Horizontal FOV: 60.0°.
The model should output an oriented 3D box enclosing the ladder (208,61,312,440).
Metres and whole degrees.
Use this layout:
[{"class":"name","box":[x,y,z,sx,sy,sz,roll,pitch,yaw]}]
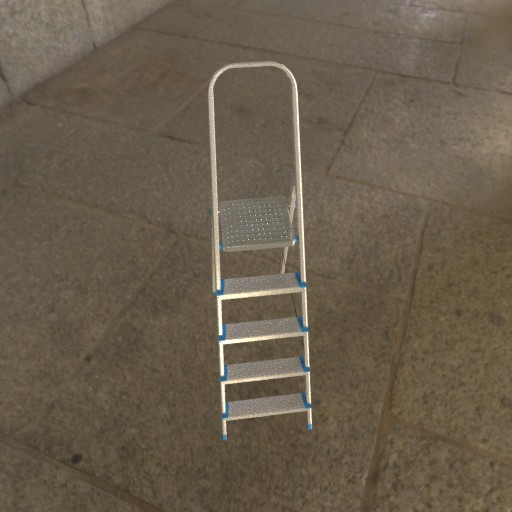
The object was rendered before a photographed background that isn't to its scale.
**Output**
[{"class":"ladder","box":[0.000,0.000,1.999,0.468,1.648,0.990,-5,48,-5]}]
